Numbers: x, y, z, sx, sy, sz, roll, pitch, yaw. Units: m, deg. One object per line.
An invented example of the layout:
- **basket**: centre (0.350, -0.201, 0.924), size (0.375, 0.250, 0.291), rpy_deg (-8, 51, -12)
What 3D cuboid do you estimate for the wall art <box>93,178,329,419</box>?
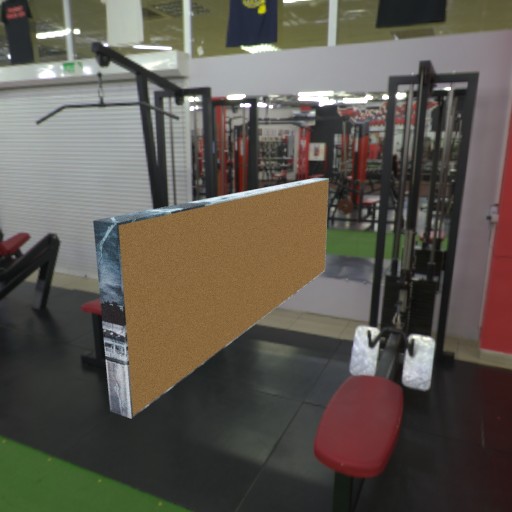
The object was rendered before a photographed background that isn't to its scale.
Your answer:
- **wall art**: centre (0.000, 0.000, 0.865), size (0.037, 0.251, 0.759), rpy_deg (7, 16, 26)
